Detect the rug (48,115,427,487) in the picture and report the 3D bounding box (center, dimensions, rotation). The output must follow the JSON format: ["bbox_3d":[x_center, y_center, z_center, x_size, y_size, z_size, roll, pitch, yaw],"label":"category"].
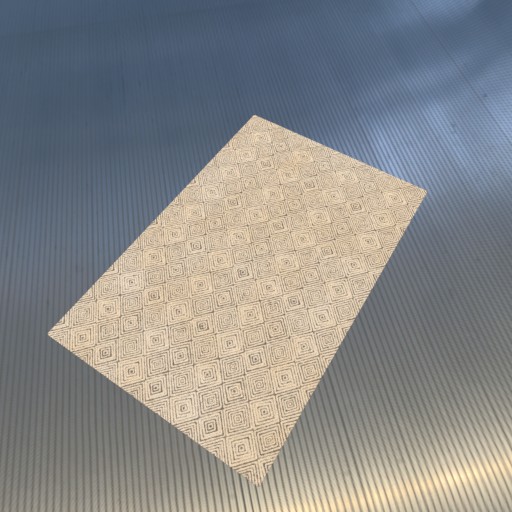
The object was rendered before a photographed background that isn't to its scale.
[{"bbox_3d":[0.000,0.000,2.299,1.175,0.008,1.783,29,63,17],"label":"rug"}]
